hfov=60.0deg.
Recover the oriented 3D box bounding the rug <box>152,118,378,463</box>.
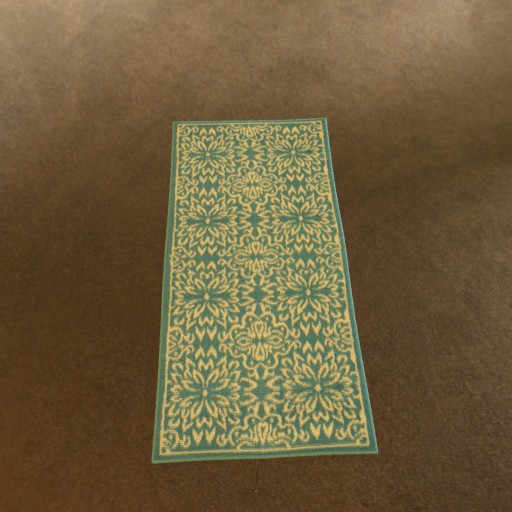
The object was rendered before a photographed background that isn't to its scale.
[{"bbox_3d":[0.000,0.000,1.463,0.604,0.007,1.219,-2,62,-1],"label":"rug"}]
